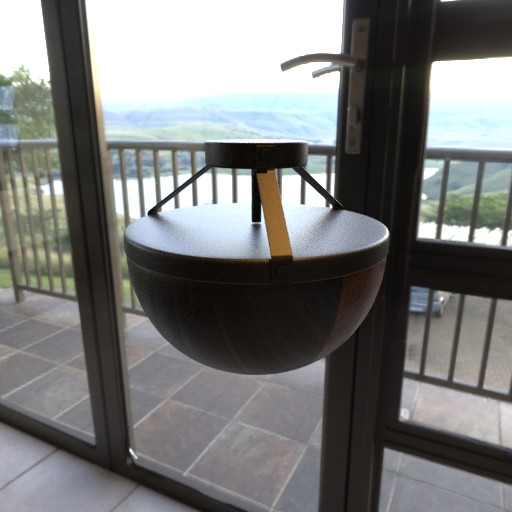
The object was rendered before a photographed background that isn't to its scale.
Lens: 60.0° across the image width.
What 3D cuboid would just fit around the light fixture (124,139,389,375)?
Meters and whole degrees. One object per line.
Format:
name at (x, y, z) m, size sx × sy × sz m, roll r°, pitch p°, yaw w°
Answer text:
light fixture at (0.000, 0.000, 0.535) m, size 0.304 × 0.269 × 0.304 m, roll 0°, pitch 16°, yaw 0°
